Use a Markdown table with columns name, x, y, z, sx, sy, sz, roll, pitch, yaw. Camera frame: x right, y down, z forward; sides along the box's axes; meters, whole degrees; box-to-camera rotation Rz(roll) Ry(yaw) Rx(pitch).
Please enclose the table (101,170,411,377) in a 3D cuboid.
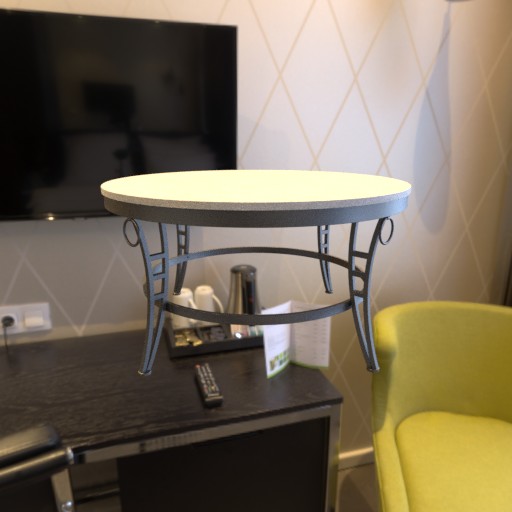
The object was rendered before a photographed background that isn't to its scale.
| name | x | y | z | sx | sy | sz | roll | pitch | yaw |
| --- | --- | --- | --- | --- | --- | --- | --- | --- | --- |
| table | 0.000 | 0.000 | 1.401 | 0.889 | 0.470 | 0.889 | 0 | 15 | 0 |
